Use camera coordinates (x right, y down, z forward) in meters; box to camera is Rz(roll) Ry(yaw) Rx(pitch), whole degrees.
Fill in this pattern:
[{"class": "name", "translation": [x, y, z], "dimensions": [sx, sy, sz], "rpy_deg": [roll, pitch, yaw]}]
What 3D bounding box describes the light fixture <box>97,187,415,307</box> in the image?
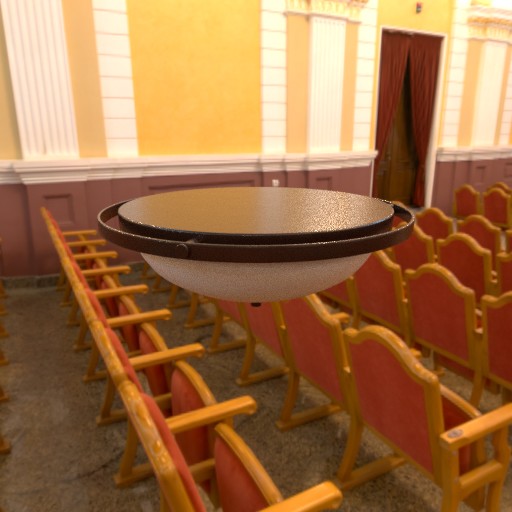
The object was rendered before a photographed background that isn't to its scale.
[{"class": "light fixture", "translation": [0.000, 0.000, 0.549], "dimensions": [0.361, 0.130, 0.361], "rpy_deg": [0, 16, 0]}]
